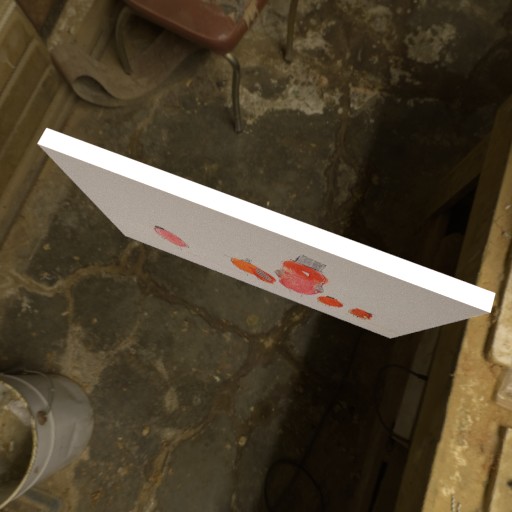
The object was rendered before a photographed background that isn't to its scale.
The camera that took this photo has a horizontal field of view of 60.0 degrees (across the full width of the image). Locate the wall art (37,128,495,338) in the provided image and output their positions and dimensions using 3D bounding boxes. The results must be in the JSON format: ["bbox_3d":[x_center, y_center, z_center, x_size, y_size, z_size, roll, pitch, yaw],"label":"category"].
[{"bbox_3d":[0.000,0.000,1.133,0.914,0.609,0.038,21,76,5],"label":"wall art"}]
